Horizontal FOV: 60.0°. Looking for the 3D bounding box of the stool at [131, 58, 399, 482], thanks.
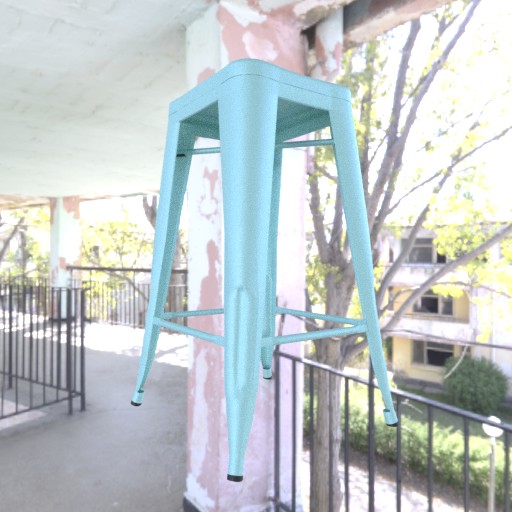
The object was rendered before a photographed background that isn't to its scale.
[{"bbox_3d":[0.000,0.000,0.851,0.359,0.609,0.399,0,0,-36],"label":"stool"}]
